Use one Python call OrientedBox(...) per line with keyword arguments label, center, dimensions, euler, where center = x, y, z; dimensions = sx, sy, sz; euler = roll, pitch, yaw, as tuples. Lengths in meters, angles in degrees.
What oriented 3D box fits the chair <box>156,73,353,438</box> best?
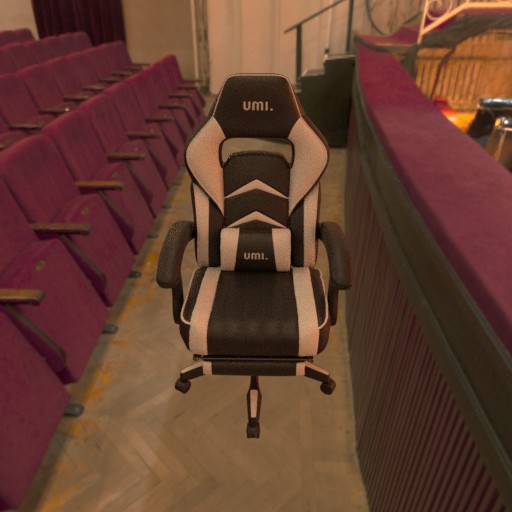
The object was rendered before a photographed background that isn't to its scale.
OrientedBox(label="chair", center=(0.000, 0.000, 1.659), dimensions=(0.676, 1.200, 0.700), euler=(0, 30, 1))
